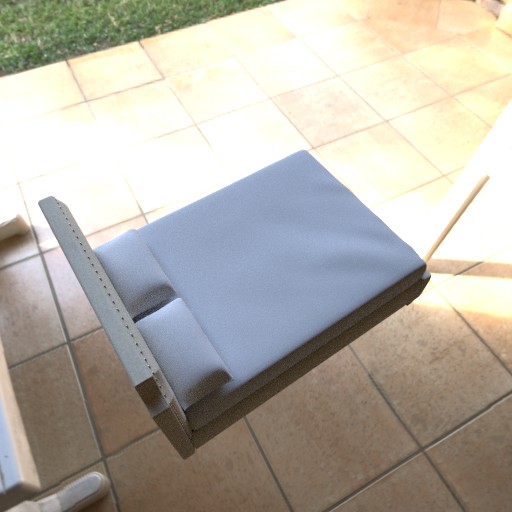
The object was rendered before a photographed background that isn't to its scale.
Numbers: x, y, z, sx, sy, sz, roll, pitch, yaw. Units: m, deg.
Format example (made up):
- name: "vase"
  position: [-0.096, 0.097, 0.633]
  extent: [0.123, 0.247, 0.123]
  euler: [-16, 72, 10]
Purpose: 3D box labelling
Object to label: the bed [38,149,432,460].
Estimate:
- name: "bed"
  position: [0.000, 0.000, 3.442]
  extent: [2.381, 1.457, 1.713]
  euler: [-29, 61, -18]
